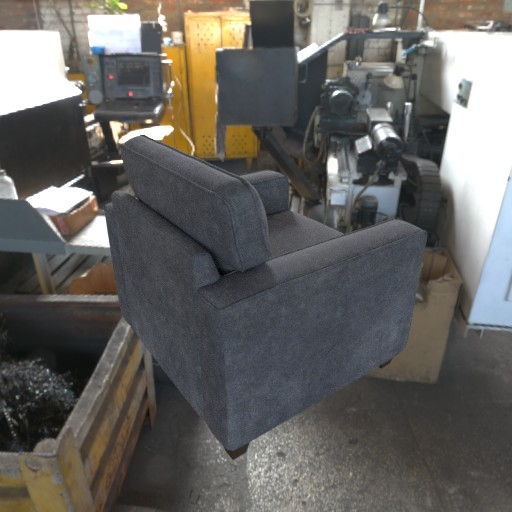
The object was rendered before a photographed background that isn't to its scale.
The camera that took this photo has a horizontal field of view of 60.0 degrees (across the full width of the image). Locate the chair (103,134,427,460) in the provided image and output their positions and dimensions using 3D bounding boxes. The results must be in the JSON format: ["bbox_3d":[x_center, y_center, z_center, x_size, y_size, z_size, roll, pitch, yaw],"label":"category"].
[{"bbox_3d":[0.000,0.000,1.866,0.939,0.965,1.015,-18,32,-31],"label":"chair"}]
